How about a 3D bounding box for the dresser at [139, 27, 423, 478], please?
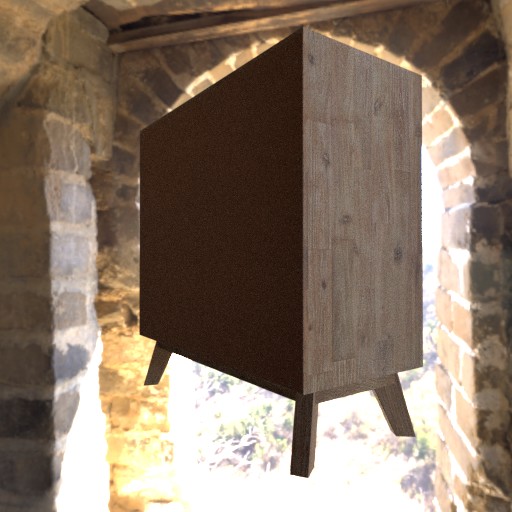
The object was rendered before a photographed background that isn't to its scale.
[{"bbox_3d":[0.000,0.000,1.536,0.455,1.029,0.998,0,-1,-36],"label":"dresser"}]
